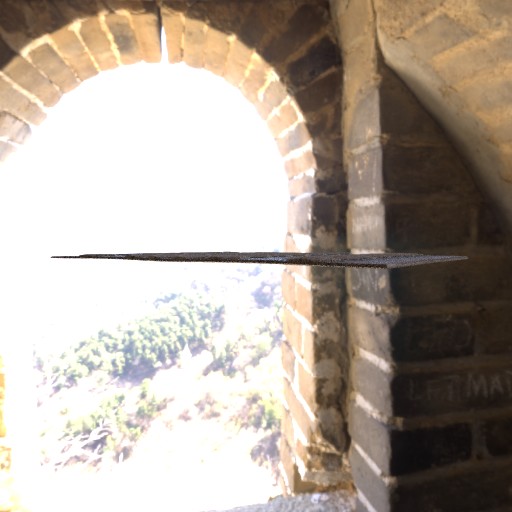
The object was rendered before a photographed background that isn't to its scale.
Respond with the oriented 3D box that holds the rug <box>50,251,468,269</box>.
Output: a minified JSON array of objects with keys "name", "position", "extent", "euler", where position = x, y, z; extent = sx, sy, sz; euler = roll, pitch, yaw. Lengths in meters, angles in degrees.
[{"name":"rug","position":[0.000,0.000,2.323],"extent":[1.823,0.030,1.222],"euler":[1,2,36]}]
